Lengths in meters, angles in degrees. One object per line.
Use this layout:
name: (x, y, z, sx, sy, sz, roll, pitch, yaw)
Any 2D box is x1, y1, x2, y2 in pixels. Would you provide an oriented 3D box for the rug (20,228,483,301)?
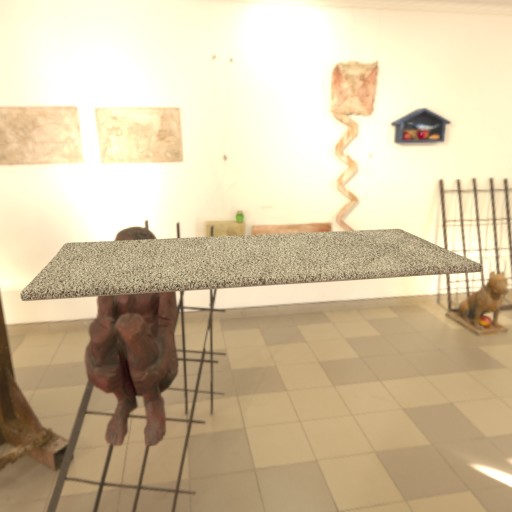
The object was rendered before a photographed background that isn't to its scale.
rug: (0.000, 0.000, 1.716, 1.524, 0.030, 0.609, -3, 16, -10)
